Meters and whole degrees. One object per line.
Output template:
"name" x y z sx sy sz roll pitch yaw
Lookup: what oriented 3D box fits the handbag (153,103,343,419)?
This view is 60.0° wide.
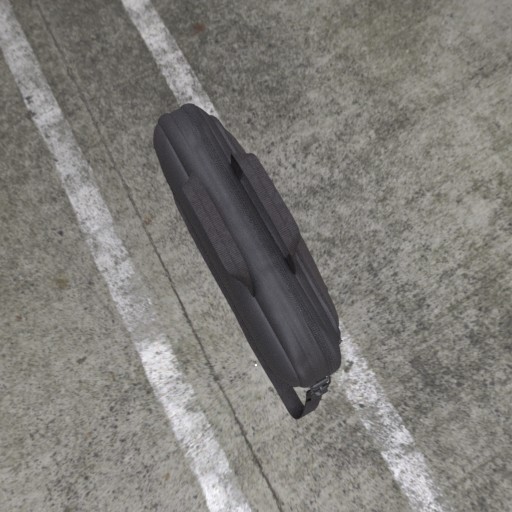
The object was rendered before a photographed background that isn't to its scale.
"handbag" 0.000 0.000 0.422 0.089 0.244 0.320 -28 78 -7
